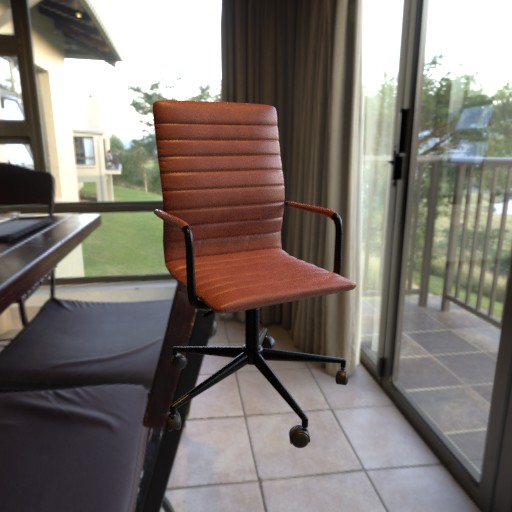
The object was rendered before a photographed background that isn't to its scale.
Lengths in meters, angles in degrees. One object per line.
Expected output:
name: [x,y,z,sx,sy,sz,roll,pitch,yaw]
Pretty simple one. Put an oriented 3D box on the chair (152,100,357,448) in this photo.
chair: [0.000,0.000,1.265,0.600,0.878,0.578,-7,16,-26]
